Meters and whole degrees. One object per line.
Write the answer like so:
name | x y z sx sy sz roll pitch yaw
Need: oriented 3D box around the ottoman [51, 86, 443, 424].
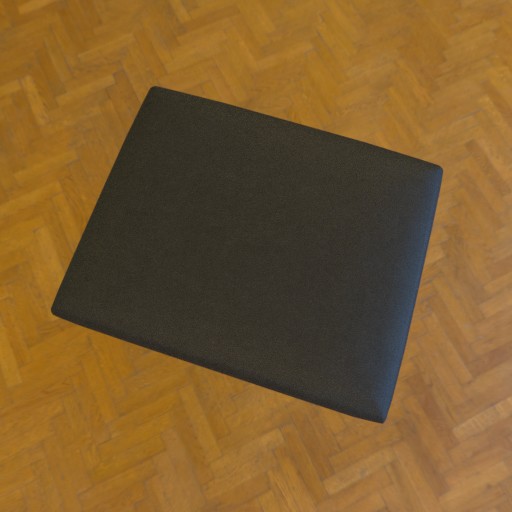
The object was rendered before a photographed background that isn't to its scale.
ottoman | 0.000 0.000 1.821 1.187 0.696 0.967 17 75 5
